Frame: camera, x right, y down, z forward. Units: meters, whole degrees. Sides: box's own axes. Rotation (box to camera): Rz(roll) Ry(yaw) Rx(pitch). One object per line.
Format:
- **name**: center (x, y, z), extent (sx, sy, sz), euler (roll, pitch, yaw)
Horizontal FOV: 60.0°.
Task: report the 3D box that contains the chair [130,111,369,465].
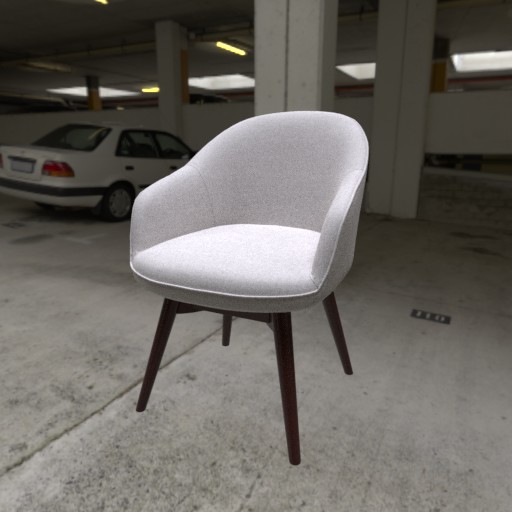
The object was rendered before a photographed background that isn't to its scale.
- **chair**: center (0.000, 0.000, 1.261), extent (0.596, 0.823, 0.635), euler (7, 16, 26)
